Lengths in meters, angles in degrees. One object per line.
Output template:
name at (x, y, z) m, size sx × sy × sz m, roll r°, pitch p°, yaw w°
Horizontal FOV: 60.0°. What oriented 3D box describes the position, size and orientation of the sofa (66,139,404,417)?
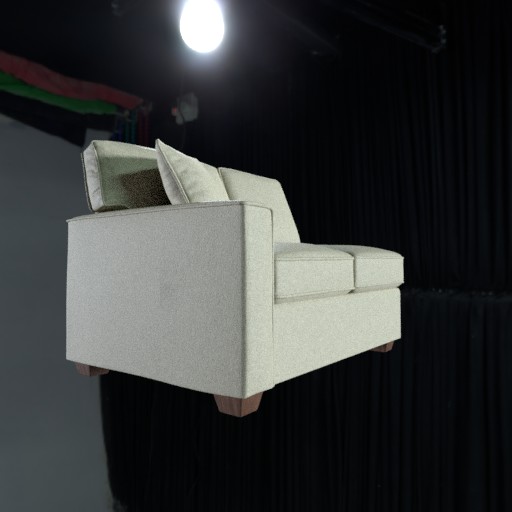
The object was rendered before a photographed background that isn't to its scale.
sofa at (0.000, 0.000, 2.111) m, size 0.991 × 0.989 × 1.388 m, roll -1°, pitch -1°, yaw 37°
